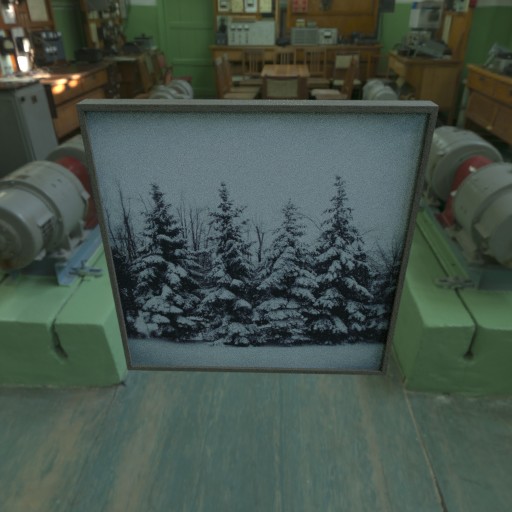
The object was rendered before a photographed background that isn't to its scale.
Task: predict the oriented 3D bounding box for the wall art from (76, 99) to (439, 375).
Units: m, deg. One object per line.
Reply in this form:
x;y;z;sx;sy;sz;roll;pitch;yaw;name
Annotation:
0.000;0.000;0.761;0.507;0.507;0.037;1;30;1;wall art
